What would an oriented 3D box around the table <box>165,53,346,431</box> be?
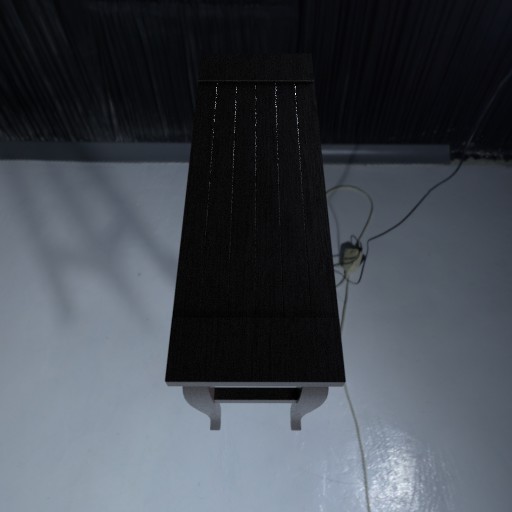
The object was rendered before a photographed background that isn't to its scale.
[{"bbox_3d":[0.000,0.000,1.477,0.373,0.768,1.062,0,58,0],"label":"table"}]
